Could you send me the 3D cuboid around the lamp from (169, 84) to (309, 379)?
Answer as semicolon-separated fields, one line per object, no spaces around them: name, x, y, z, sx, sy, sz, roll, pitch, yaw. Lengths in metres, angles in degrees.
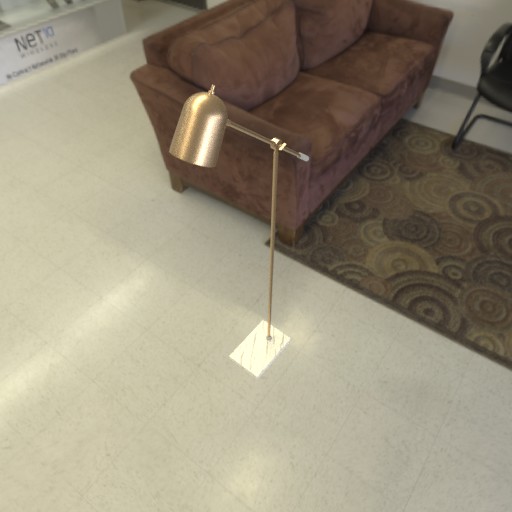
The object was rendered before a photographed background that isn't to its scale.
lamp;0.000;0.000;1.799;0.194;1.594;0.653;31;55;25
